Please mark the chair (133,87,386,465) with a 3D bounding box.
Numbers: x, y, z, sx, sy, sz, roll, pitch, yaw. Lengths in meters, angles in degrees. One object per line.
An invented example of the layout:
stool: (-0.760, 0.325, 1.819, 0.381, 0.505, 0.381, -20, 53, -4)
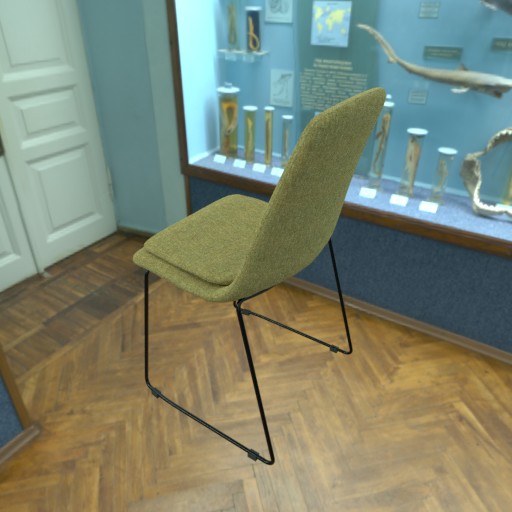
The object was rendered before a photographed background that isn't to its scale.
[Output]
chair: (0.000, 0.000, 1.132, 0.496, 0.849, 0.479, 20, 36, 29)
